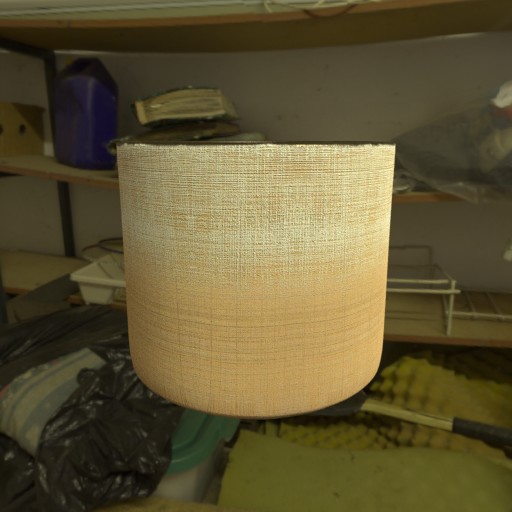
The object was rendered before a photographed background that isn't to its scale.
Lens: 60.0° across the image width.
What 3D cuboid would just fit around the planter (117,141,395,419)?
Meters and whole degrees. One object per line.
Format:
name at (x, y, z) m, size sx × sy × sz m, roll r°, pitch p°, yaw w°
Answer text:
planter at (0.000, 0.000, 0.441) m, size 0.254 × 0.221 × 0.254 m, roll 0°, pitch 15°, yaw 0°
